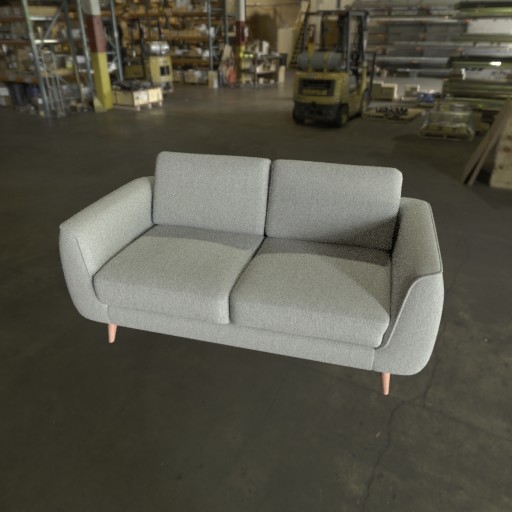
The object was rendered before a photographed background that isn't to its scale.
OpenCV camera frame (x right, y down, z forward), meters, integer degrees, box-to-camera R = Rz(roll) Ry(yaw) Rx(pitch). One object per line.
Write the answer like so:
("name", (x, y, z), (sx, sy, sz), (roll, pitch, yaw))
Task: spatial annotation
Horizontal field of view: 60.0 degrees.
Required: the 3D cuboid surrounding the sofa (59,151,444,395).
("sofa", (0.000, 0.000, 2.261), (1.700, 0.850, 0.920), (7, 28, 14))
